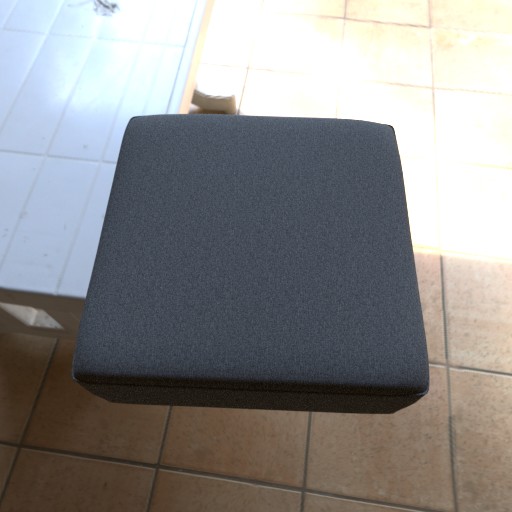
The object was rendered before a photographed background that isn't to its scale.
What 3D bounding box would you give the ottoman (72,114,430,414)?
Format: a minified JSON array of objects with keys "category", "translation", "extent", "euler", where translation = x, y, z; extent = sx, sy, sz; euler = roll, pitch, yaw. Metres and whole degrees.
[{"category":"ottoman","translation":[0.000,0.000,1.591],"extent":[1.015,0.464,1.005],"euler":[2,63,1]}]
